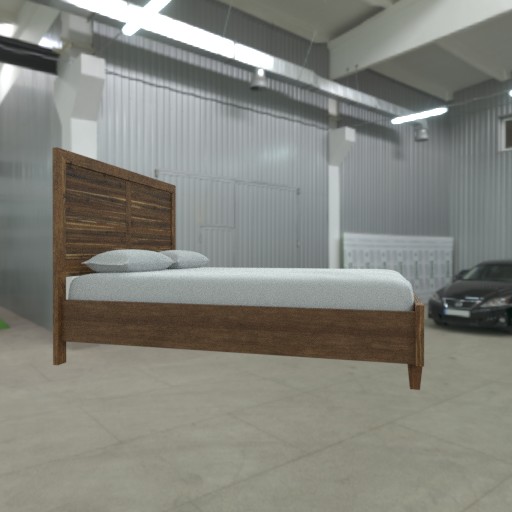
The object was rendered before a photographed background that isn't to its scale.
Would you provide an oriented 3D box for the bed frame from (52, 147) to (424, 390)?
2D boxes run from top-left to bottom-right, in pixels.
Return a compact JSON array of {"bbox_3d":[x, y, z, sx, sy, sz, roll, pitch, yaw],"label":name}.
[{"bbox_3d":[0.000,0.000,3.388,2.276,1.417,1.696,0,0,16],"label":"bed frame"}]
